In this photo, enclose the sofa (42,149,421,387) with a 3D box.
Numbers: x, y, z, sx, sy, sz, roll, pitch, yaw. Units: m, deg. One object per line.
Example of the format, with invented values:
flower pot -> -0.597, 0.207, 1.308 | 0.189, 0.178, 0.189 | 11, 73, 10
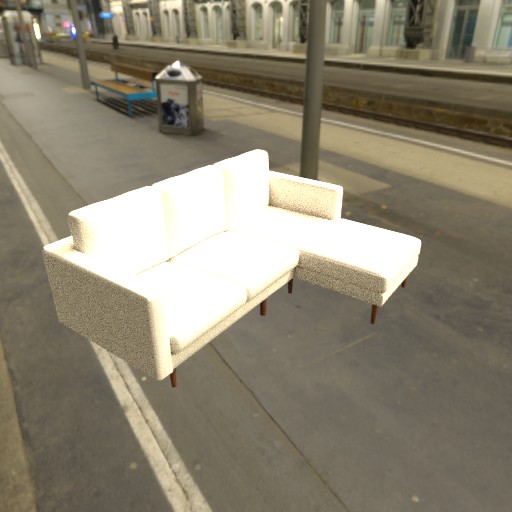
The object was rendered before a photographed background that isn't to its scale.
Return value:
sofa -> 0.000, 0.000, 2.931 | 1.580, 0.899, 2.029 | 18, 32, 32
